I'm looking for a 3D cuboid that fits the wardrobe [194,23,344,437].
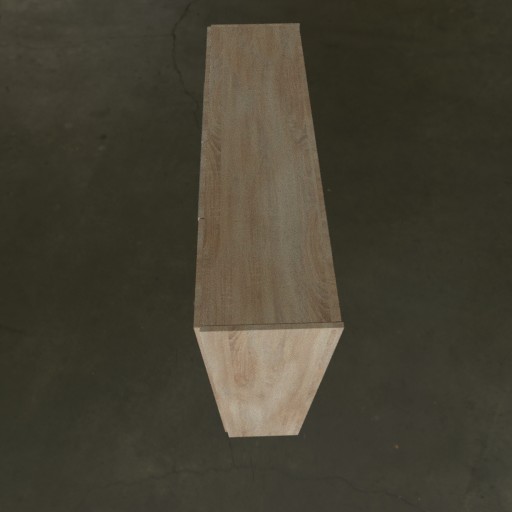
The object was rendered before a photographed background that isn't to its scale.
[{"bbox_3d":[0.000,0.000,3.099,0.598,2.159,1.998,-2,58,-1],"label":"wardrobe"}]
